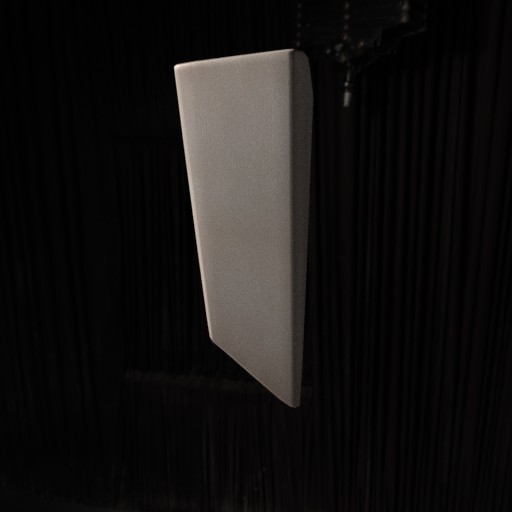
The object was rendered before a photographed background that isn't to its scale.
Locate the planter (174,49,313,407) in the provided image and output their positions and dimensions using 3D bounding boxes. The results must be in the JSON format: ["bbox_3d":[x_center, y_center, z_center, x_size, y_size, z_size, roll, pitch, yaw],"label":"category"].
[{"bbox_3d":[0.000,0.000,0.266,0.060,0.197,0.150,2,13,8],"label":"planter"}]
